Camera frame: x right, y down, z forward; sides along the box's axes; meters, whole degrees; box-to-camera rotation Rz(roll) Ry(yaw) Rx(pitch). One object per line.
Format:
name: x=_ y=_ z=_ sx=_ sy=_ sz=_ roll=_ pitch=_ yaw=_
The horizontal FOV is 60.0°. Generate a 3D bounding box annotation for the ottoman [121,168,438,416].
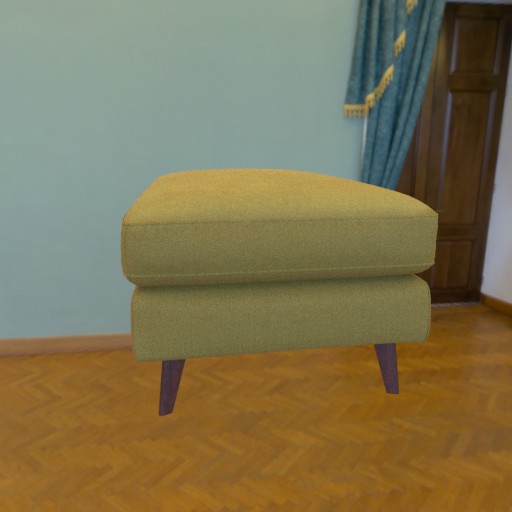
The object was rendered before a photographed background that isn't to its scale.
ottoman: x=0.000 y=0.000 z=1.189 sx=0.608 sy=0.449 sz=0.811 roll=-2 pitch=14 yaw=-9
